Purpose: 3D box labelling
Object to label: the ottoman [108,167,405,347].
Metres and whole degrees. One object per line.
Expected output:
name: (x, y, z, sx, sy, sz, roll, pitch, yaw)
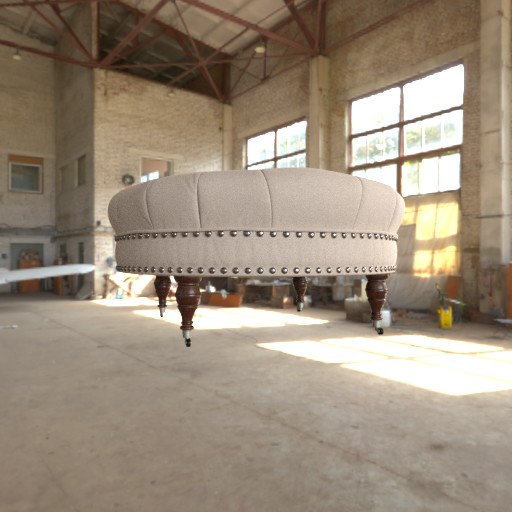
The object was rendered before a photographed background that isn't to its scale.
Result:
ottoman: (0.000, 0.000, 1.404, 0.901, 0.439, 0.901, 0, 0, 0)
